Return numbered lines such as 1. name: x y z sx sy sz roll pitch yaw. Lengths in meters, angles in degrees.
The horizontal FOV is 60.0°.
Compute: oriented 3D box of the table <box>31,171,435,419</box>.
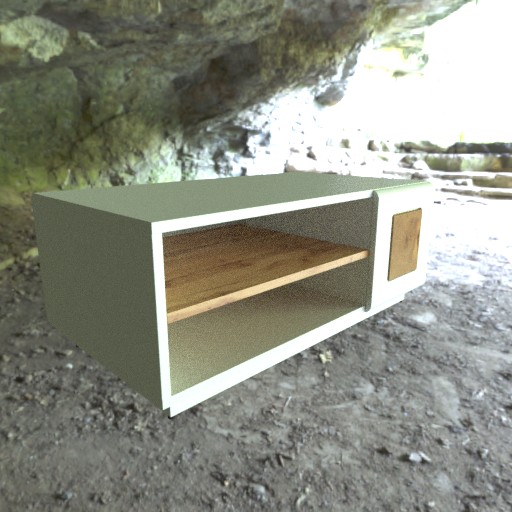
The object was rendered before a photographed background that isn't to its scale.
1. table: 0.000 0.000 1.413 1.097 0.442 0.639 -14 21 -43
